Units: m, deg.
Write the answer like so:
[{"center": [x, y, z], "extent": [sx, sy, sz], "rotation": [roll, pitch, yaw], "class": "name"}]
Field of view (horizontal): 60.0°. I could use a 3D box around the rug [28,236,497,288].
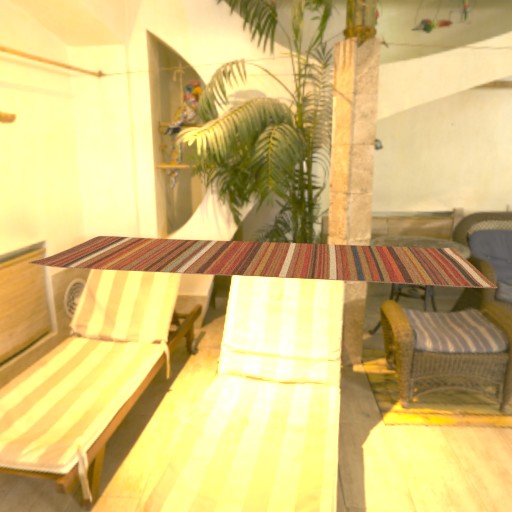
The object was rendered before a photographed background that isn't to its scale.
[{"center": [0.000, 0.000, 2.656], "extent": [2.444, 0.030, 0.799], "rotation": [2, 15, 9], "class": "rug"}]
